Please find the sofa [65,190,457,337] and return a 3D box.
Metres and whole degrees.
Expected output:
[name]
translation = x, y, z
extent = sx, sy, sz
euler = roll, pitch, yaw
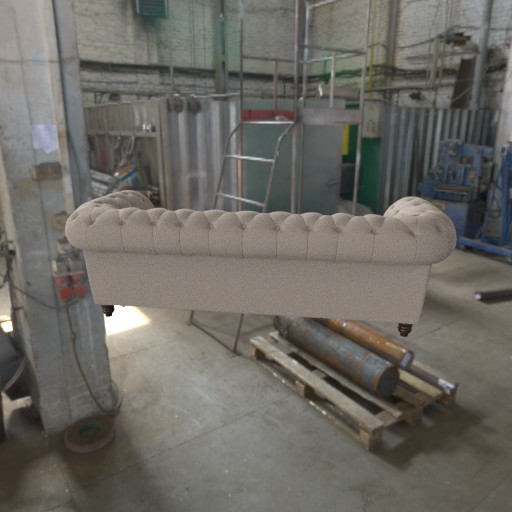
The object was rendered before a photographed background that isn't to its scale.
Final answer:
[sofa]
translation = 0.000, 0.000, 2.960
extent = 2.411, 0.749, 0.991
euler = 2, 17, 8
